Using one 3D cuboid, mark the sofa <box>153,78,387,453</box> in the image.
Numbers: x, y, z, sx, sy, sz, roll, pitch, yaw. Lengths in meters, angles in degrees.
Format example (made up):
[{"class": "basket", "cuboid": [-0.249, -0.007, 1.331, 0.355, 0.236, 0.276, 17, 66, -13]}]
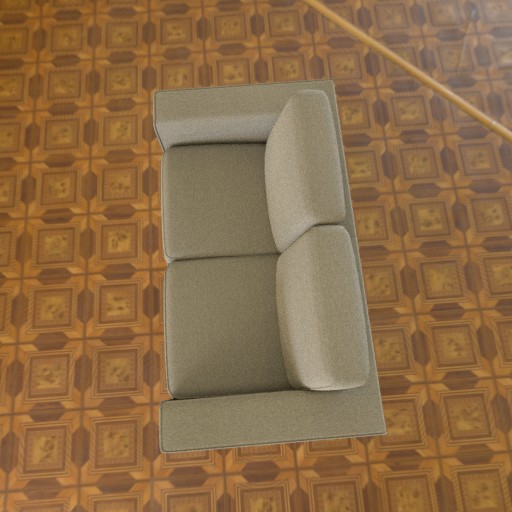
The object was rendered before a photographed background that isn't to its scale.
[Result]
[{"class": "sofa", "cuboid": [0.000, 0.000, 2.349, 1.007, 0.924, 1.812, -4, 74, -1]}]
